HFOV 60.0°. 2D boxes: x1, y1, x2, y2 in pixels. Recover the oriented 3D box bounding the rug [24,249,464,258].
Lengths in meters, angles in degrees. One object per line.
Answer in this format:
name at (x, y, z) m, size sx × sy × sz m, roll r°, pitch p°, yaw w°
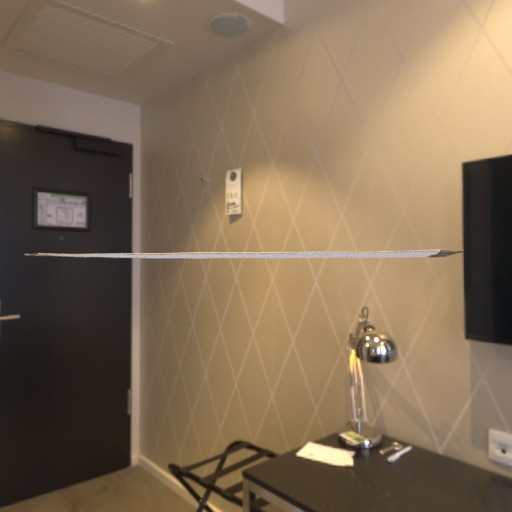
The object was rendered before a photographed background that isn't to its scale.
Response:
rug at (0.000, 0.000, 2.322) m, size 1.861 × 0.017 × 1.218 m, roll 0°, pitch -1°, yaw 19°
